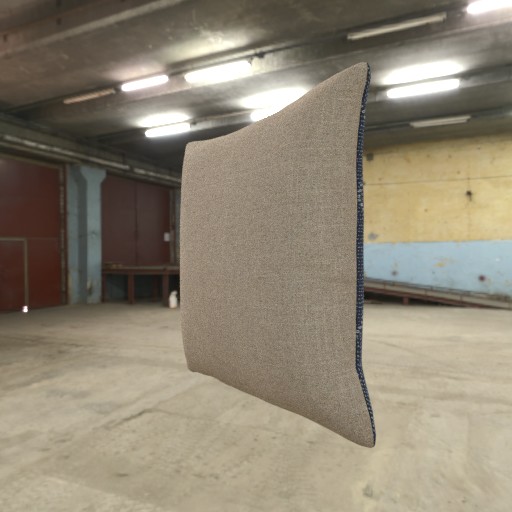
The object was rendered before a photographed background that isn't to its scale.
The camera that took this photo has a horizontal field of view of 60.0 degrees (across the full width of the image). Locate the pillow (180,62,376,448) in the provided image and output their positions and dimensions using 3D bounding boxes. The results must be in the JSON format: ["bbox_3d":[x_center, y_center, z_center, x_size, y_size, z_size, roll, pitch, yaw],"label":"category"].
[{"bbox_3d":[0.000,0.000,0.664,0.148,0.428,0.435,0,0,-36],"label":"pillow"}]
